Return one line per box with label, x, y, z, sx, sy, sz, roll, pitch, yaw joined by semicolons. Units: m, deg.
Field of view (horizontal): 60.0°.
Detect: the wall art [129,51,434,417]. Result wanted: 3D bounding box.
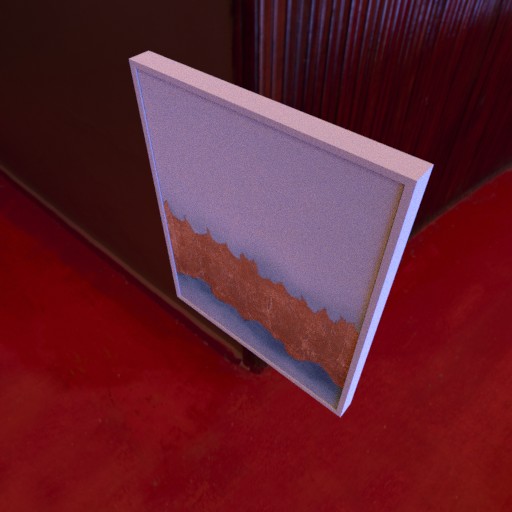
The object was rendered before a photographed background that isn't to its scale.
wall art;0.000;0.000;0.752;0.451;0.553;0.039;31;54;26
